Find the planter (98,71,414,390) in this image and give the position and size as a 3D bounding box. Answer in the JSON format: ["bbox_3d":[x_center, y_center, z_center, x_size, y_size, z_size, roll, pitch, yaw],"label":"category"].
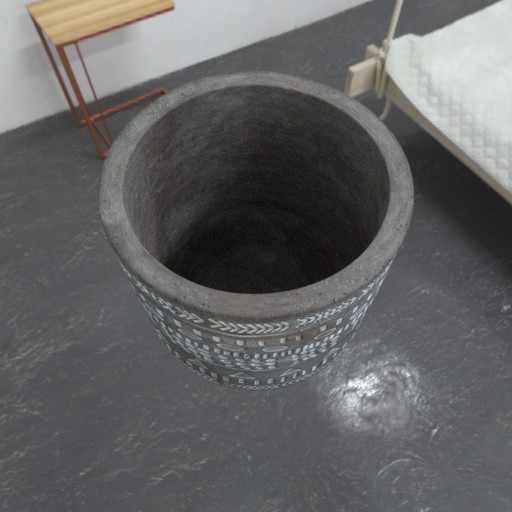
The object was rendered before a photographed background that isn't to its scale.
[{"bbox_3d":[0.000,0.000,0.263,0.142,0.149,0.142,0,60,0],"label":"planter"}]
